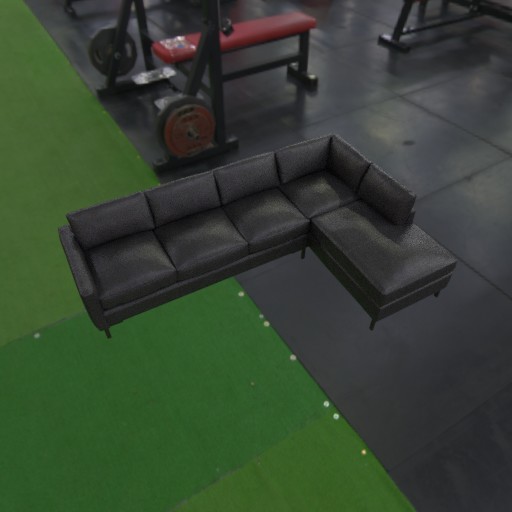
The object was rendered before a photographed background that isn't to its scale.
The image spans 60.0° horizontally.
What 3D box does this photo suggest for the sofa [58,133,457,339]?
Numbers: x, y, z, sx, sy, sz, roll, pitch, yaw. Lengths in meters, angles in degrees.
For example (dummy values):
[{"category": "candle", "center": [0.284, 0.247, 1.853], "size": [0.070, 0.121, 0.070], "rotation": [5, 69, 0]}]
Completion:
[{"category": "sofa", "center": [0.000, 0.000, 3.975], "size": [2.984, 0.877, 1.938], "rotation": [-21, 49, -20]}]
